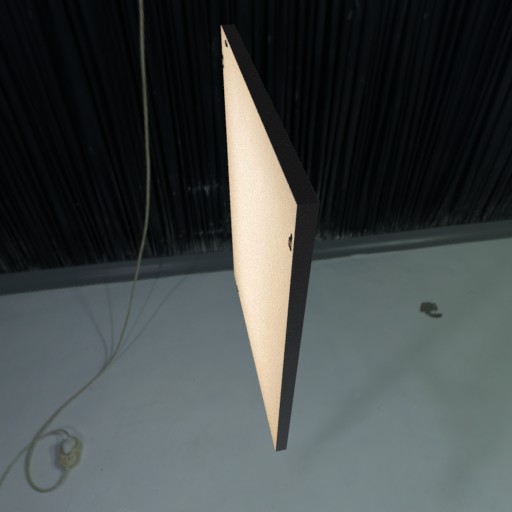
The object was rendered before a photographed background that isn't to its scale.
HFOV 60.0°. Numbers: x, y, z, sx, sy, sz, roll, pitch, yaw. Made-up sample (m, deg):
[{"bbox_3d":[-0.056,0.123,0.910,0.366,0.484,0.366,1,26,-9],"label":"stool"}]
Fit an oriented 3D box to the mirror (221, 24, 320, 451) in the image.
[{"bbox_3d":[0.000,0.000,1.300,0.041,1.016,0.762,-9,47,-8],"label":"mirror"}]
